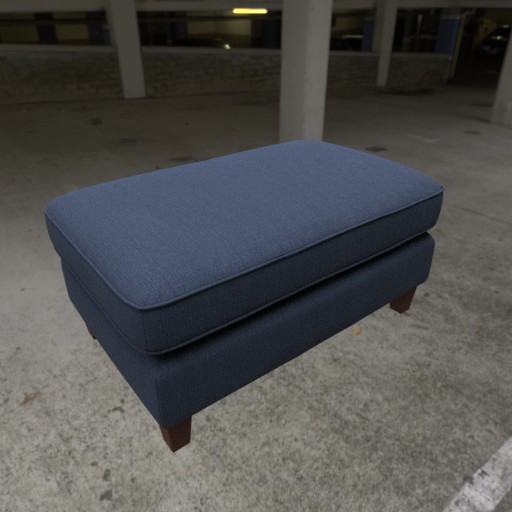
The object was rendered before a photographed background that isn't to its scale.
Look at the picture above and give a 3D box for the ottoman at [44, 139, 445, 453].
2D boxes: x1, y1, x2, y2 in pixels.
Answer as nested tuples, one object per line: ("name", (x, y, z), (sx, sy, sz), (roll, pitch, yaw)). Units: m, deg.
("ottoman", (0.000, 0.000, 1.177), (0.885, 0.438, 0.570), (-21, 36, -32))
